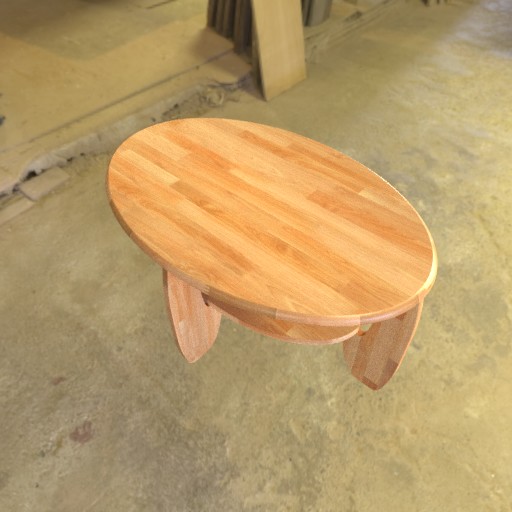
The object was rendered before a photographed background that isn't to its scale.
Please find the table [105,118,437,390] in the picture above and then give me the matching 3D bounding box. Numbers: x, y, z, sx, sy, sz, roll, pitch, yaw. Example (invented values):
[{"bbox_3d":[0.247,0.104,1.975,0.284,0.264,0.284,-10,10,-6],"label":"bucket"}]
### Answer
[{"bbox_3d":[0.000,0.000,1.391,1.040,0.490,0.690,33,54,27],"label":"table"}]
